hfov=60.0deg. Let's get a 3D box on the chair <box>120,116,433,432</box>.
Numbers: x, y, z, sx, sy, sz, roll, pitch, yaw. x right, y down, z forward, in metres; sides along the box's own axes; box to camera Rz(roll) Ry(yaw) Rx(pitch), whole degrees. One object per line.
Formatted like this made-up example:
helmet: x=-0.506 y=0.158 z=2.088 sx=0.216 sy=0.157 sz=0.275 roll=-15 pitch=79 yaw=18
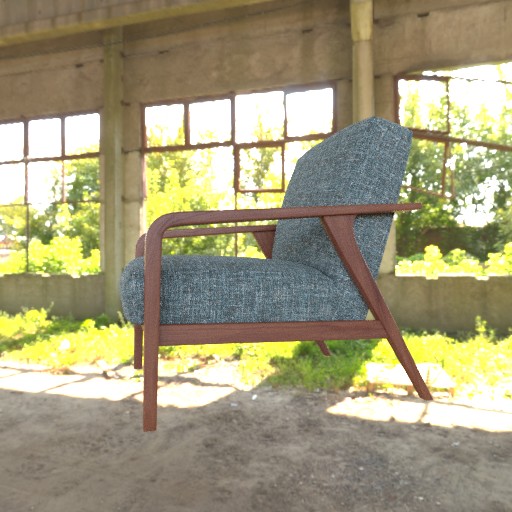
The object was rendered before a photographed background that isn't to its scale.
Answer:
chair: x=0.000 y=0.000 z=1.513 sx=0.889 sy=0.864 sz=0.719 roll=0 pitch=-1 yaw=-17
